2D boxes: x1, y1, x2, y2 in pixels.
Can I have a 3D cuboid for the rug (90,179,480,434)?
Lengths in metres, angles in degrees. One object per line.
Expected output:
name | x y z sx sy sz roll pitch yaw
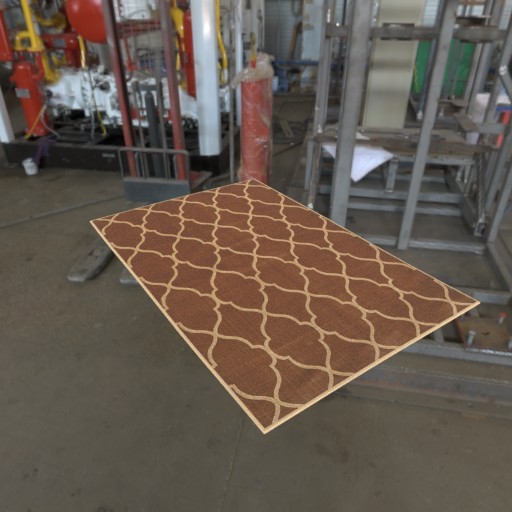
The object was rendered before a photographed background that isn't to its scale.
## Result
rug | 0.000 0.000 2.952 1.526 0.014 2.290 -20 37 -29
